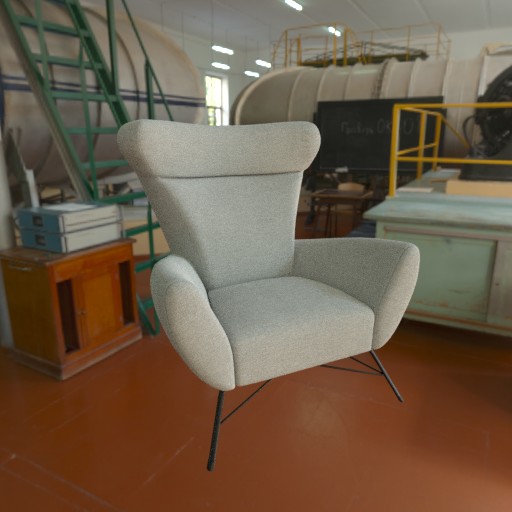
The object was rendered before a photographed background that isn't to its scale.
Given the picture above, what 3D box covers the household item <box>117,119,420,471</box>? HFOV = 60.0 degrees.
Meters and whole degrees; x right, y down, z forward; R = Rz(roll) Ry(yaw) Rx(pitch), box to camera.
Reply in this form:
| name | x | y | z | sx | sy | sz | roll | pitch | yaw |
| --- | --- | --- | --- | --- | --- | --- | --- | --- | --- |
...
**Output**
| name | x | y | z | sx | sy | sz | roll | pitch | yaw |
| --- | --- | --- | --- | --- | --- | --- | --- | --- | --- |
| household item | 0.000 | 0.000 | 1.773 | 0.980 | 1.050 | 0.900 | -8 | 17 | -26 |
